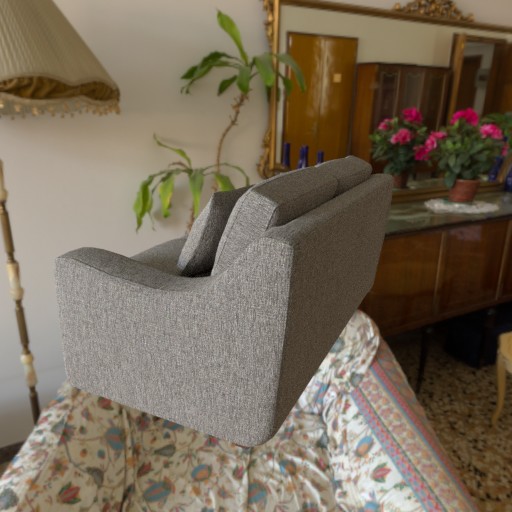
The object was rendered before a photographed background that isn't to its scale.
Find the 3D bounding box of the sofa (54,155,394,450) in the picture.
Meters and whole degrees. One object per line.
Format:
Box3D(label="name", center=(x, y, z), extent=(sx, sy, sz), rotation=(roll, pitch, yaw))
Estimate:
Box3D(label="sofa", center=(0.000, 0.000, 2.388), extent=(1.120, 0.991, 1.778), rotation=(9, 20, 25))
